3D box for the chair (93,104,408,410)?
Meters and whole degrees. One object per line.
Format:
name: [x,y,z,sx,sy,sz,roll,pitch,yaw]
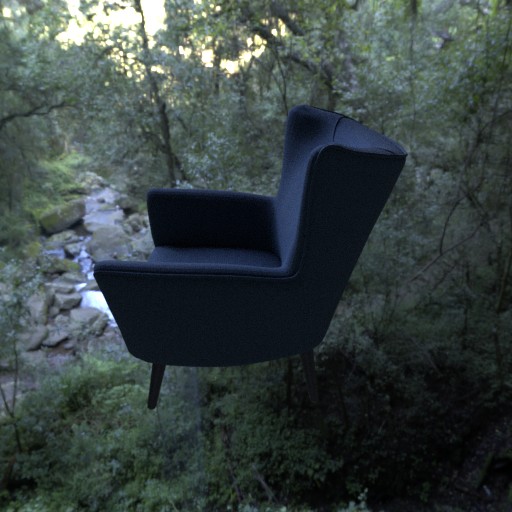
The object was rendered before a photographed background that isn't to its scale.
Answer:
chair: [0.000,0.000,1.562,0.888,0.933,0.781,0,26,0]
